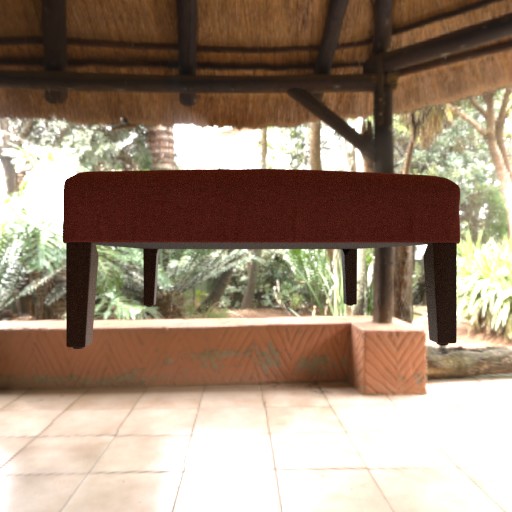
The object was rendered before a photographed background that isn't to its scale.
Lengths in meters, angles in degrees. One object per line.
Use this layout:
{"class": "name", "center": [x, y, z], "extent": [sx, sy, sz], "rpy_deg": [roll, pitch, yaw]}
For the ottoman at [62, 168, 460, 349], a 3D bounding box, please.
{"class": "ottoman", "center": [0.000, 0.000, 1.418], "extent": [0.890, 0.411, 0.889], "rpy_deg": [0, 0, -3]}
